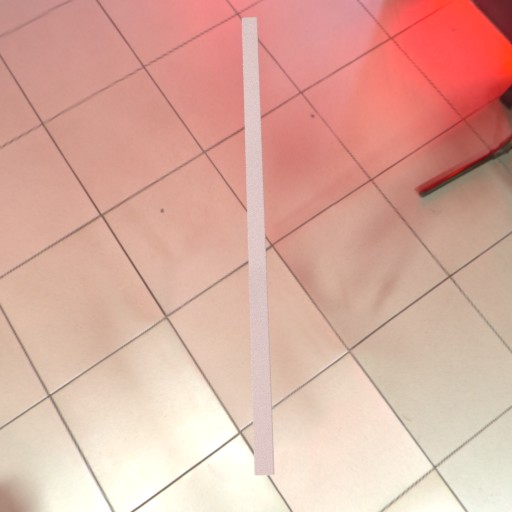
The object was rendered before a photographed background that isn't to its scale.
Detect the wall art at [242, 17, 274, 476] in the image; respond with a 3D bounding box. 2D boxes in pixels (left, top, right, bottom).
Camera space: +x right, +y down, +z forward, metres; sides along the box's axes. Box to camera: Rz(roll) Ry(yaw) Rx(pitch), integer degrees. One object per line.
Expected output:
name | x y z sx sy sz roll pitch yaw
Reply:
wall art | 0.000 0.000 1.143 0.033 0.617 0.906 -2 76 0
